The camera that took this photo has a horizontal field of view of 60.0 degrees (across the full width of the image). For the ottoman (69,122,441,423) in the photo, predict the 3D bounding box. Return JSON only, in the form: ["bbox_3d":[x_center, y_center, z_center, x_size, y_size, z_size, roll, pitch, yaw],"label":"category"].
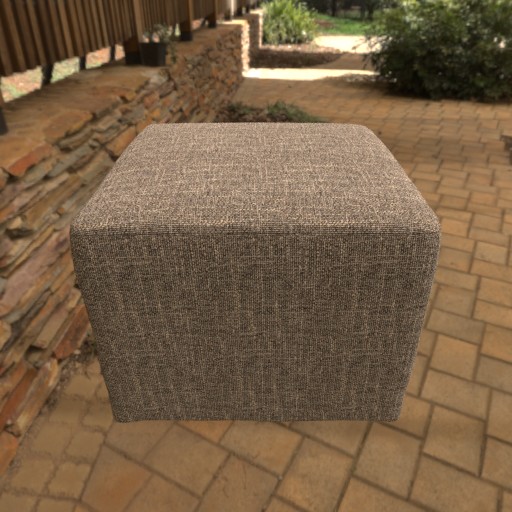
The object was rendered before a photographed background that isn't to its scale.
[{"bbox_3d":[0.000,0.000,0.898,0.521,0.453,0.512,0,32,0],"label":"ottoman"}]
